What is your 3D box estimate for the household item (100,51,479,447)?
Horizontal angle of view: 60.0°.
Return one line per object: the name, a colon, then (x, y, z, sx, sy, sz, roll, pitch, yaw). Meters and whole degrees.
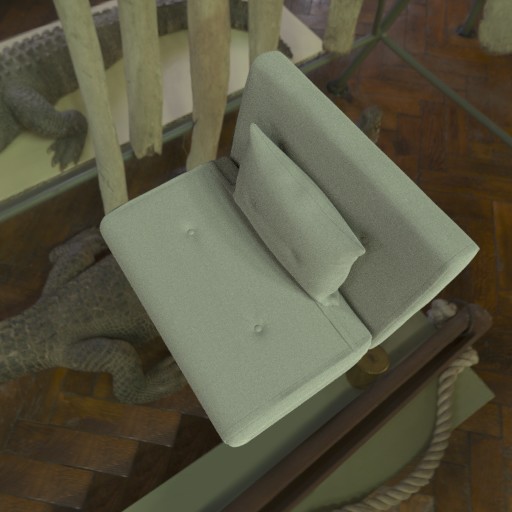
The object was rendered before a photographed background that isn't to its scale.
household item: (0.000, 0.000, 1.634, 0.874, 0.800, 1.000, -31, 67, -15)
